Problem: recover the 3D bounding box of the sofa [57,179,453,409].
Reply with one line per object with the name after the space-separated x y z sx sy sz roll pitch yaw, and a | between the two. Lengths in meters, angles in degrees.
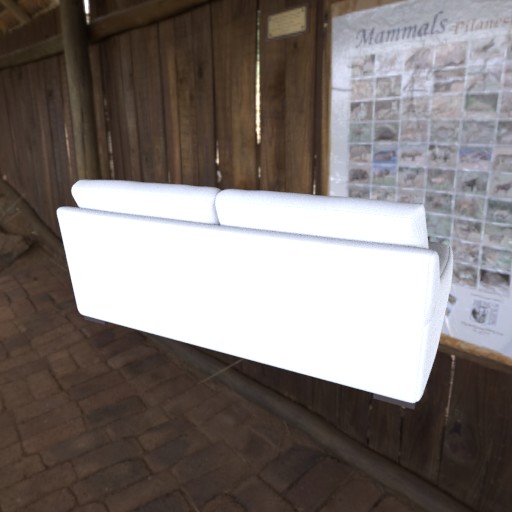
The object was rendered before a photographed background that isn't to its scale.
0.000 0.000 2.772 2.261 0.940 1.143 8 18 27 | sofa
